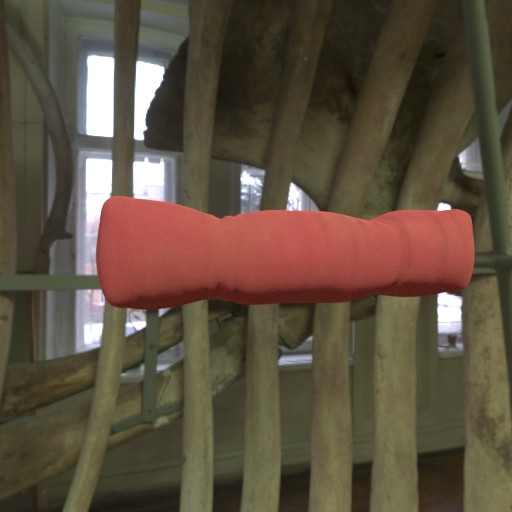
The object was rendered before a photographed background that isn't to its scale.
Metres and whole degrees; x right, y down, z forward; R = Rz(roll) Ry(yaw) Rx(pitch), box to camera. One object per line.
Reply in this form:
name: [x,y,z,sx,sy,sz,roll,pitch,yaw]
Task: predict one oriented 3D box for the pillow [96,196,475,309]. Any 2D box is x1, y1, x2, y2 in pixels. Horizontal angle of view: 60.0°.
pillow: [0.000,0.000,0.733,0.490,0.128,0.468,0,-1,-18]
